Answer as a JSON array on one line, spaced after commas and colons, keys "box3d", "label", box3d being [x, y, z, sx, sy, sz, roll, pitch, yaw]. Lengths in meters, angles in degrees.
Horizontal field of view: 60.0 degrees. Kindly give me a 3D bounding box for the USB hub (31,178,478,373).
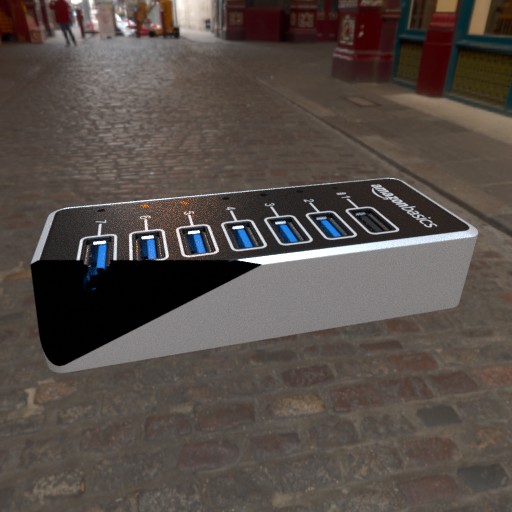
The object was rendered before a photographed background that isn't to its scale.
[{"box3d": [0.000, 0.000, 0.125, 0.110, 0.023, 0.044, -7, 31, -12], "label": "USB hub"}]
